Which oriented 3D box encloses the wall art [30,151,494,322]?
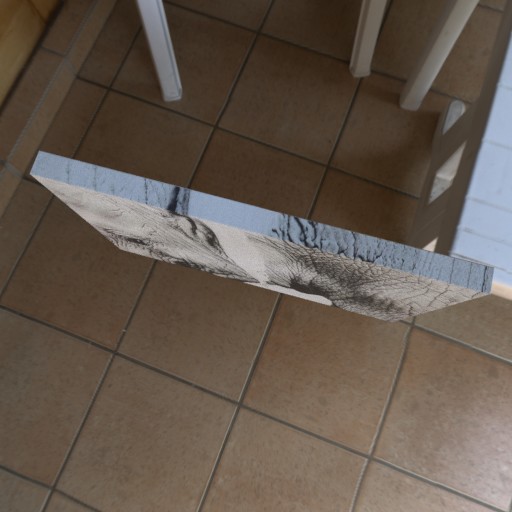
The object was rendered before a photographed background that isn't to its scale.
[{"bbox_3d":[0.000,0.000,0.770,0.613,0.407,0.035,15,77,3],"label":"wall art"}]
